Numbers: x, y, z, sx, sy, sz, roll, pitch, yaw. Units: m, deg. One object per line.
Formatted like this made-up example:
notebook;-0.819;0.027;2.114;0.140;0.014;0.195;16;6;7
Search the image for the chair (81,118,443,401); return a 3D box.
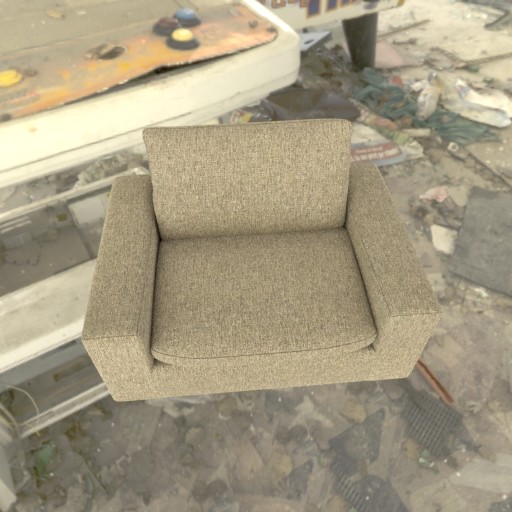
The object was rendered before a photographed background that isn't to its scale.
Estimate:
chair;0.000;0.000;2.062;1.398;0.915;1.039;-4;48;-3
